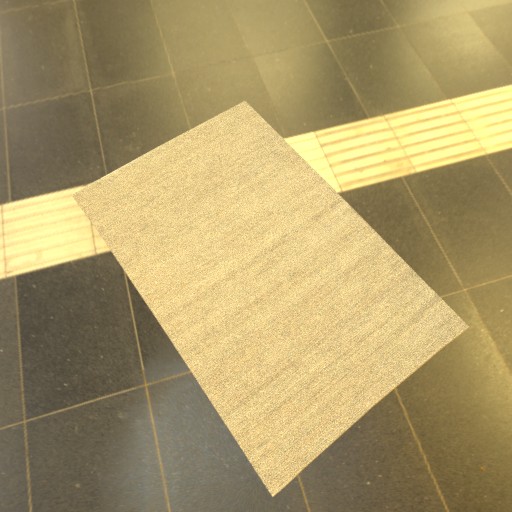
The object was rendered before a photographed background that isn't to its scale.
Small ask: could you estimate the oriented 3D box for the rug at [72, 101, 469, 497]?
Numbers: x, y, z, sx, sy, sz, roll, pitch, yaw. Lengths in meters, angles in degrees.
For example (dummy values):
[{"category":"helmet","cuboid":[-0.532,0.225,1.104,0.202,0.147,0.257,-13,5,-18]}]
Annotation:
[{"category":"rug","cuboid":[0.000,0.000,2.259,1.179,0.022,1.820,-33,68,-15]}]
